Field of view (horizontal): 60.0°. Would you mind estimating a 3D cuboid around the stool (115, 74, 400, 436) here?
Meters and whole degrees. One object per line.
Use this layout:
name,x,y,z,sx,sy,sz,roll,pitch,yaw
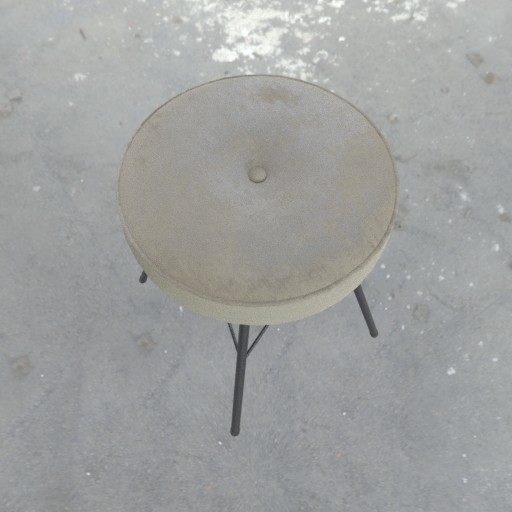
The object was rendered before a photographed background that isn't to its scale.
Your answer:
stool,0.000,0.000,0.861,0.423,0.538,0.457,-31,67,-15
